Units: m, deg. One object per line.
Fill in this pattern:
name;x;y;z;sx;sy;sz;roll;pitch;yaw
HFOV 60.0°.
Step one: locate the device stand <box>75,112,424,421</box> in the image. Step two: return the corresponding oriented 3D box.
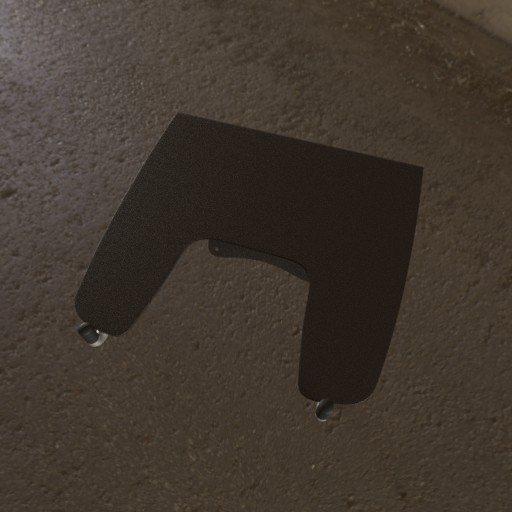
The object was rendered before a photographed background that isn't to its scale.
device stand;0.000;0.000;0.360;0.230;0.092;0.230;15;59;9
